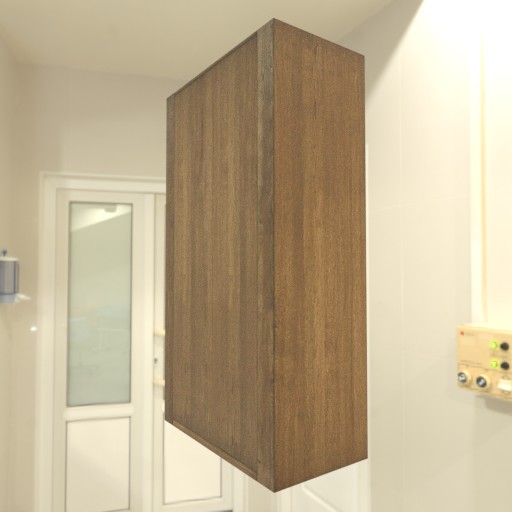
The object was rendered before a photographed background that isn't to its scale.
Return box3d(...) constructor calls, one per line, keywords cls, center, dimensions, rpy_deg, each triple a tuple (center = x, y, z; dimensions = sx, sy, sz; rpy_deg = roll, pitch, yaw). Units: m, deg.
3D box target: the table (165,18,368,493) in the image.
box3d(cls="table", center=(0.000, 0.000, 2.484), dimensions=(0.600, 2.000, 1.100), rpy_deg=(1, -2, -35))
